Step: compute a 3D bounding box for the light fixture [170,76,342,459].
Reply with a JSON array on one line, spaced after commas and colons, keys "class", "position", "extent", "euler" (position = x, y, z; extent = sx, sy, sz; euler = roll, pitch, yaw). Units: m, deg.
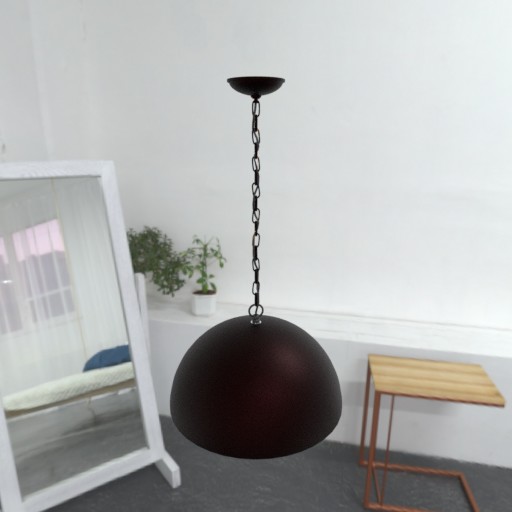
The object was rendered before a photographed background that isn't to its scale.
[{"class": "light fixture", "position": [0.000, 0.000, 1.170], "extent": [0.492, 0.869, 0.492], "euler": [-2, 16, -8]}]
